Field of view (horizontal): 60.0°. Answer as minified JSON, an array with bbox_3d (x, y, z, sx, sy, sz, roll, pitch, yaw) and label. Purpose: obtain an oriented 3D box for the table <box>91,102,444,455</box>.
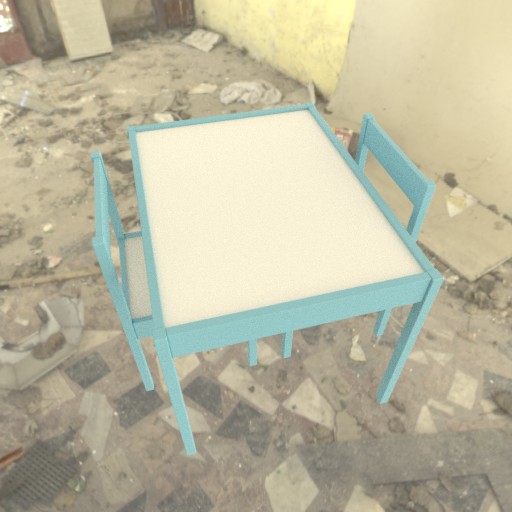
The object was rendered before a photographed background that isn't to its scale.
[{"bbox_3d":[0.000,0.000,1.056,0.633,0.503,0.639,-11,47,-10],"label":"table"}]
